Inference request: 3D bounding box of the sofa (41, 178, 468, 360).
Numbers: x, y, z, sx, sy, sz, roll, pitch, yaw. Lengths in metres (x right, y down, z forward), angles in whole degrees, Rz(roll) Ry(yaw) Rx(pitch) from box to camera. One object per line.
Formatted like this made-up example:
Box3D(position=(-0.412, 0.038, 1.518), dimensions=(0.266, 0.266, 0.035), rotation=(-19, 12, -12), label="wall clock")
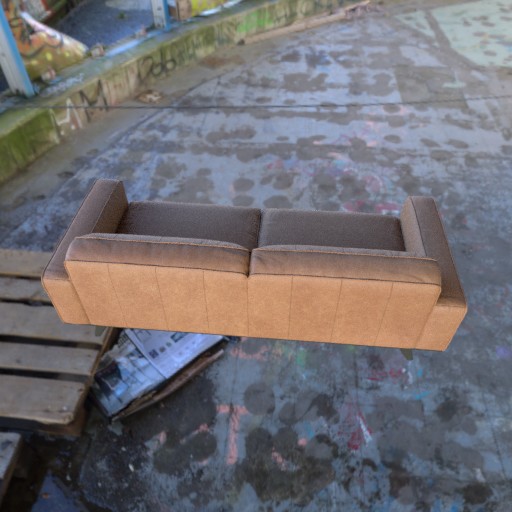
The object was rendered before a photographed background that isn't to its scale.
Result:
Box3D(position=(0.000, 0.000, 2.737), dimensions=(2.270, 0.780, 0.953), rotation=(4, 46, 4), label="sofa")
